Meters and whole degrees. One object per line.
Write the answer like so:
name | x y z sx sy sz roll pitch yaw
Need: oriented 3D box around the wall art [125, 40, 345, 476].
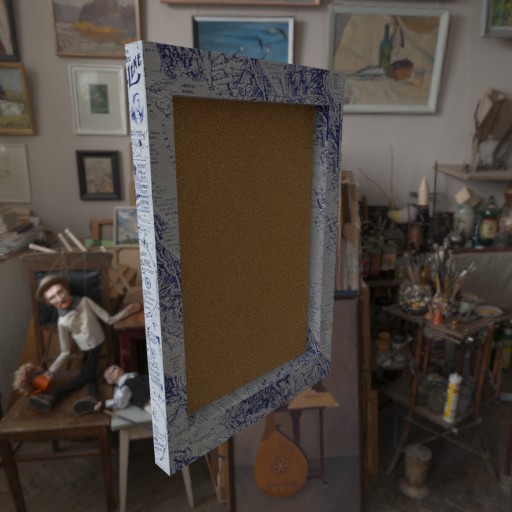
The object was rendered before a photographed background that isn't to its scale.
wall art | 0.000 0.000 0.462 0.025 0.376 0.255 15 22 43
